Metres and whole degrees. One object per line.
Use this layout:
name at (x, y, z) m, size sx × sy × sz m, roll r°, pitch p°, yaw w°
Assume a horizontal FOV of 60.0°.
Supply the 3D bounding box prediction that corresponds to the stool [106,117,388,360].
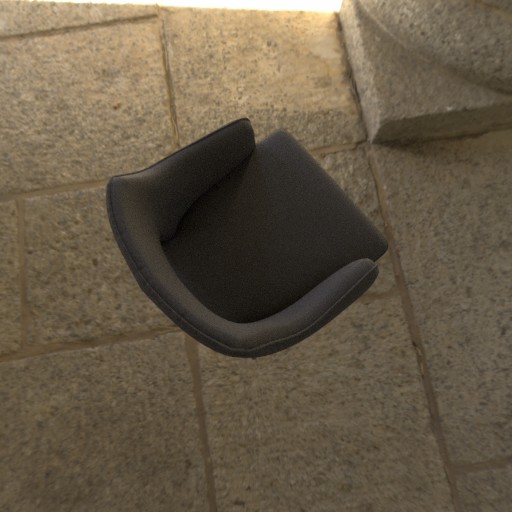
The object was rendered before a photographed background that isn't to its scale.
stool at (0.000, 0.000, 1.284) m, size 0.558 × 0.912 × 0.548 m, roll -38°, pitch 79°, yaw -9°
